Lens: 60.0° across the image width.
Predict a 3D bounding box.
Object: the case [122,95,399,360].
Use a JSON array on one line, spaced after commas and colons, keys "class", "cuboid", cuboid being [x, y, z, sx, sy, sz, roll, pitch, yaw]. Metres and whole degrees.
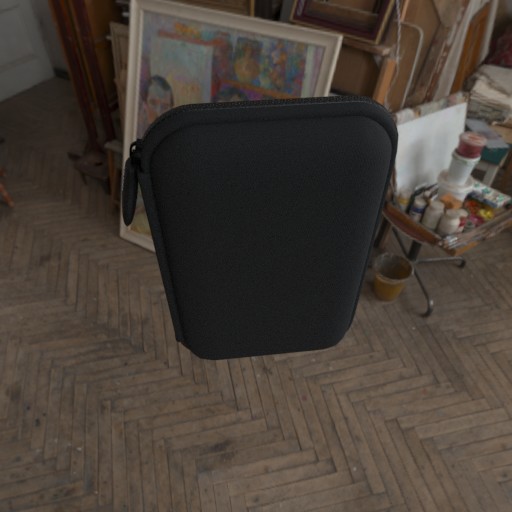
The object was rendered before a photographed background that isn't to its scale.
[{"class": "case", "cuboid": [0.000, 0.000, 0.202, 0.107, 0.147, 0.030, -5, 46, -5]}]
